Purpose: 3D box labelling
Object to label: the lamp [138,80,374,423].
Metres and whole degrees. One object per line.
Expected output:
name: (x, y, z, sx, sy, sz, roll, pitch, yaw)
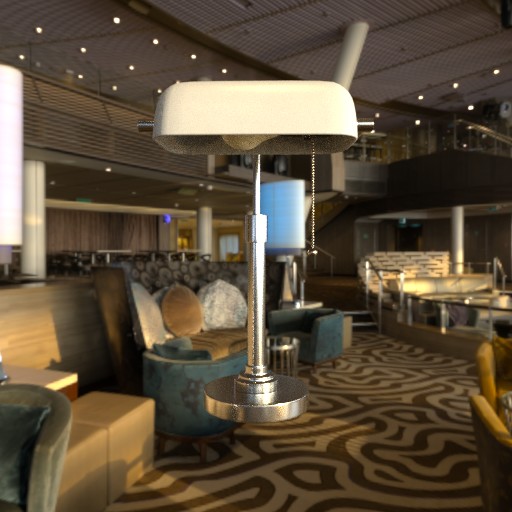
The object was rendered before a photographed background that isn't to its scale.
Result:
lamp: (0.000, 0.000, 0.562, 0.269, 0.404, 0.227, 0, 1, 1)
